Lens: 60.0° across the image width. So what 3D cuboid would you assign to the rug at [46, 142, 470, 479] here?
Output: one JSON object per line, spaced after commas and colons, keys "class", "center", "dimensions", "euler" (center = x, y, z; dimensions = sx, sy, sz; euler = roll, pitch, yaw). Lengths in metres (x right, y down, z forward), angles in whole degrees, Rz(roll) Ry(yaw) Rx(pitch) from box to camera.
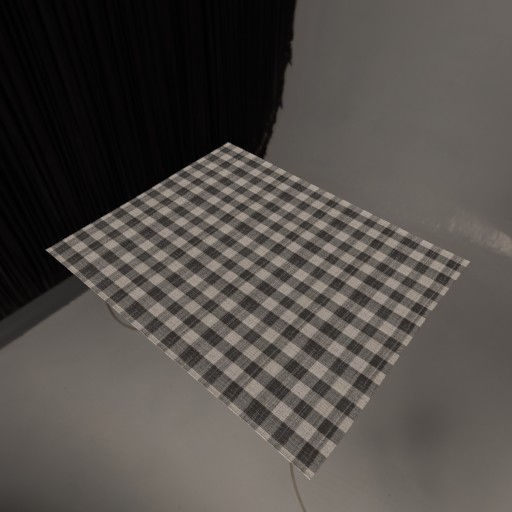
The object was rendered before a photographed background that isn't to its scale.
{"class": "rug", "center": [0.000, 0.000, 4.036], "dimensions": [3.021, 0.013, 2.432], "euler": [32, 54, 27]}
